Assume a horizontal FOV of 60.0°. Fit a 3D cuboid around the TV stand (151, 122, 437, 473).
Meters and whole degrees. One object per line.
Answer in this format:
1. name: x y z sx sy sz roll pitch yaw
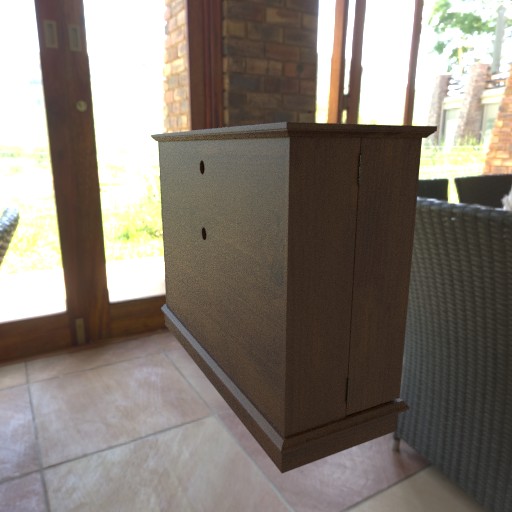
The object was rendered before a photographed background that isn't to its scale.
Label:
1. TV stand: 0.000 0.000 1.501 0.406 0.813 1.067 -7 16 -26
